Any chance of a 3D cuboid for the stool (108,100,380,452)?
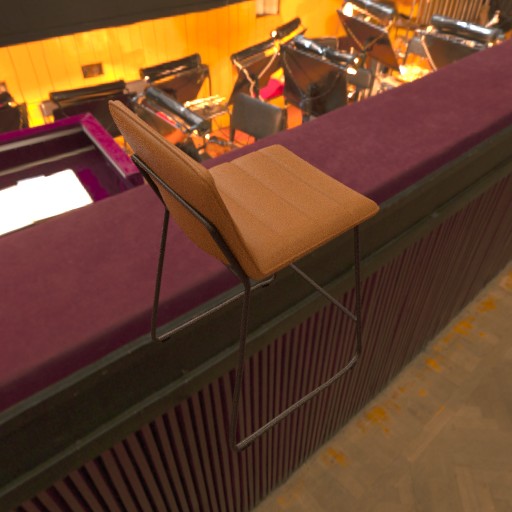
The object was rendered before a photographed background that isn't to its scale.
[{"bbox_3d":[0.000,0.000,1.192,0.524,0.866,0.489,-27,48,-27],"label":"stool"}]
